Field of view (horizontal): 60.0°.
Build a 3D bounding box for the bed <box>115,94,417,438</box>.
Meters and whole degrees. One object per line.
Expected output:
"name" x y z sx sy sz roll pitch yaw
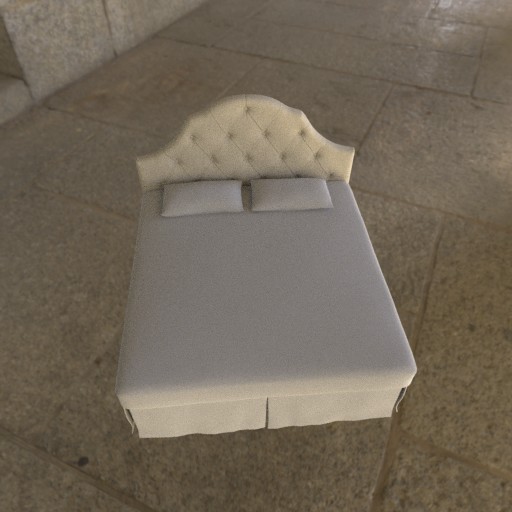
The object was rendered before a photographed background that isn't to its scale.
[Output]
"bed" 0.000 0.000 3.368 2.012 1.555 2.086 -3 47 -3
